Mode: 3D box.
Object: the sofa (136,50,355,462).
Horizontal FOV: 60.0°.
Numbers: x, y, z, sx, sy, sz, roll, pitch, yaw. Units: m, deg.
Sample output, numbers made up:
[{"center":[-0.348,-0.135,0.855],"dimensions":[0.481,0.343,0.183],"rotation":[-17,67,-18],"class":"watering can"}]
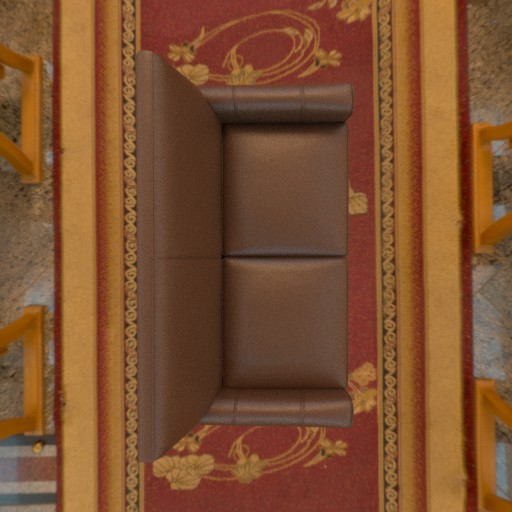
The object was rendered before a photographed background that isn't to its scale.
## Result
[{"center":[0.000,0.000,2.000],"dimensions":[0.853,0.859,1.468],"rotation":[0,91,0],"class":"sofa"}]
